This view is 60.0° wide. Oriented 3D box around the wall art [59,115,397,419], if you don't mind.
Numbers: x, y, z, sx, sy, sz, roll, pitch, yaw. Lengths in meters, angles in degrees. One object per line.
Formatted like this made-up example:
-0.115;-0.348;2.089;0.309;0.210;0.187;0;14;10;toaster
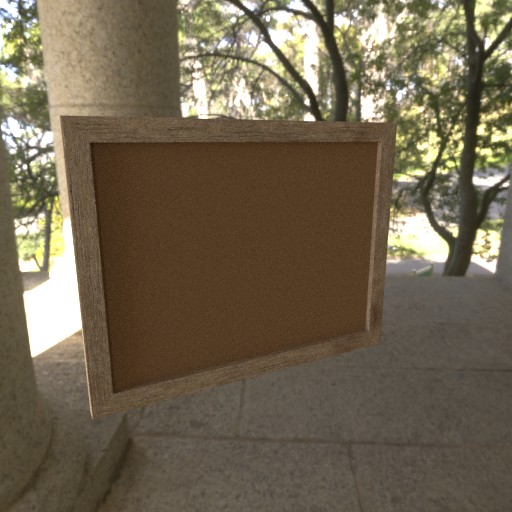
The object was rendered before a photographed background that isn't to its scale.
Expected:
0.000;0.000;0.911;0.690;0.535;0.026;-7;16;-26;wall art
